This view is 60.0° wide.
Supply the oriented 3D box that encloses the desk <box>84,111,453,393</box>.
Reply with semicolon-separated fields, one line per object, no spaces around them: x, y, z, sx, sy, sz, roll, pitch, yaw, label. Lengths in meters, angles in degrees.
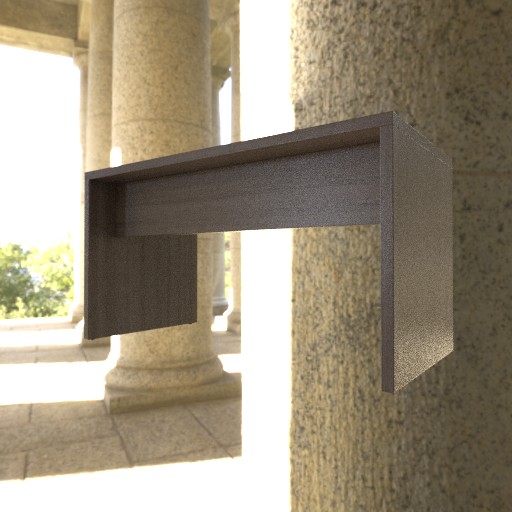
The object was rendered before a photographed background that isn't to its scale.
0.000;0.000;1.839;1.380;0.745;0.690;-1;-1;36;desk
